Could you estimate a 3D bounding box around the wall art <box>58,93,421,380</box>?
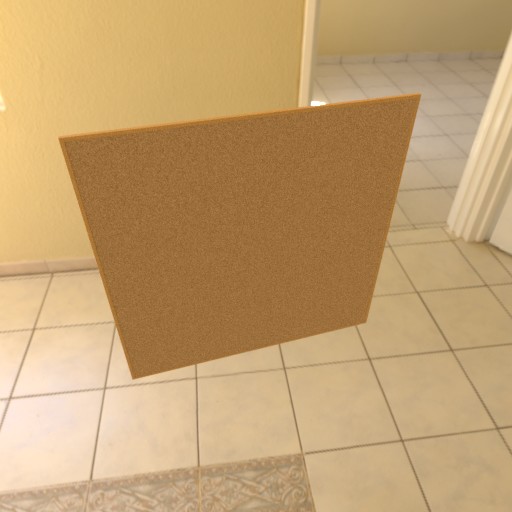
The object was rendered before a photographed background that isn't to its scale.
[{"bbox_3d":[0.000,0.000,1.448,0.962,0.959,0.013,-11,41,-13],"label":"wall art"}]
